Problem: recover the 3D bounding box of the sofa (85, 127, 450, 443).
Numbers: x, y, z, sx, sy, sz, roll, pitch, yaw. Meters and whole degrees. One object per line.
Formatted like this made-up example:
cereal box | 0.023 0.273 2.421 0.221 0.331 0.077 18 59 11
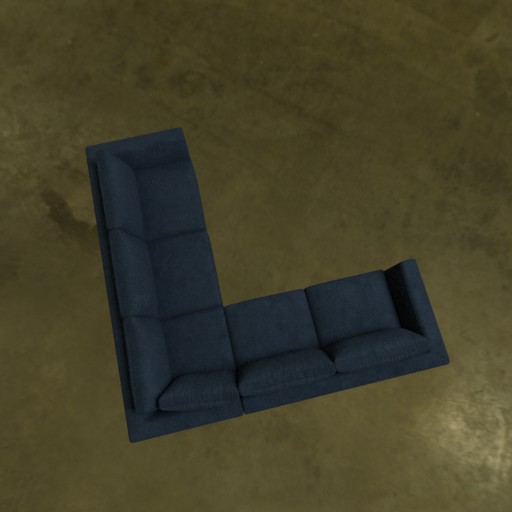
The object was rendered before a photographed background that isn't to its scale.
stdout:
sofa | 0.000 0.000 3.846 2.472 0.988 2.463 -13 75 -3
